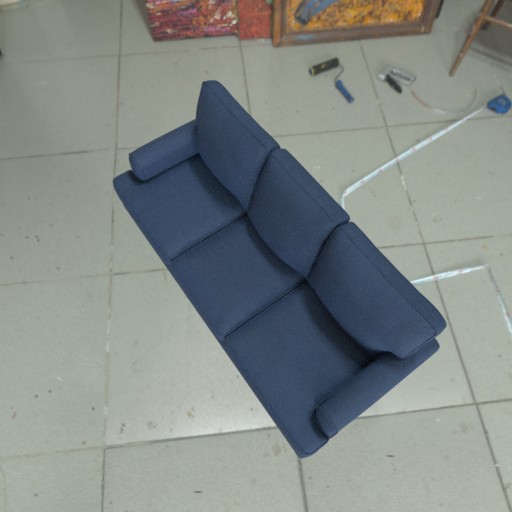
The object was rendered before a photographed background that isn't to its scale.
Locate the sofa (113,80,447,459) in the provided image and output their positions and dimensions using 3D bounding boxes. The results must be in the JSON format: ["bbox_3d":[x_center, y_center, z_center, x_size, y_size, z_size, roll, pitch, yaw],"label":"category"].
[{"bbox_3d":[0.000,0.000,2.734,0.951,0.965,2.158,-33,68,-15],"label":"sofa"}]
